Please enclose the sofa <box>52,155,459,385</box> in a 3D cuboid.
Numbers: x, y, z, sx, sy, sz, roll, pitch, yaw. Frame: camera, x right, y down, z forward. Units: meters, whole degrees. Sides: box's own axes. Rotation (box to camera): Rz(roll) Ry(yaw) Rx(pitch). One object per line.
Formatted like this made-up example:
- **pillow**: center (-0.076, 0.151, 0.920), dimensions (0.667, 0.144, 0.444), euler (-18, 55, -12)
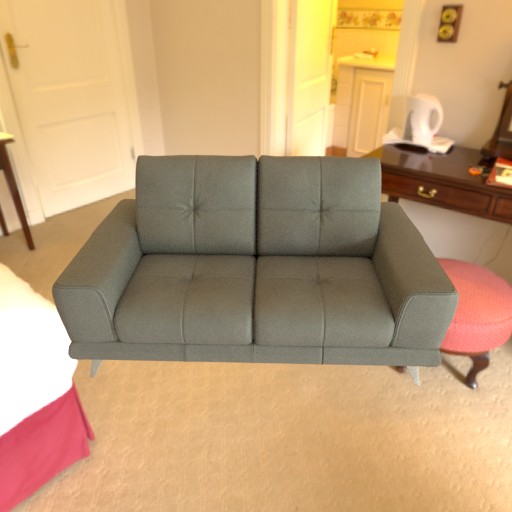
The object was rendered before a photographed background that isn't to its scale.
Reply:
- **sofa**: center (0.000, 0.000, 2.367), dimensions (1.806, 0.907, 1.018), euler (1, 30, 1)
